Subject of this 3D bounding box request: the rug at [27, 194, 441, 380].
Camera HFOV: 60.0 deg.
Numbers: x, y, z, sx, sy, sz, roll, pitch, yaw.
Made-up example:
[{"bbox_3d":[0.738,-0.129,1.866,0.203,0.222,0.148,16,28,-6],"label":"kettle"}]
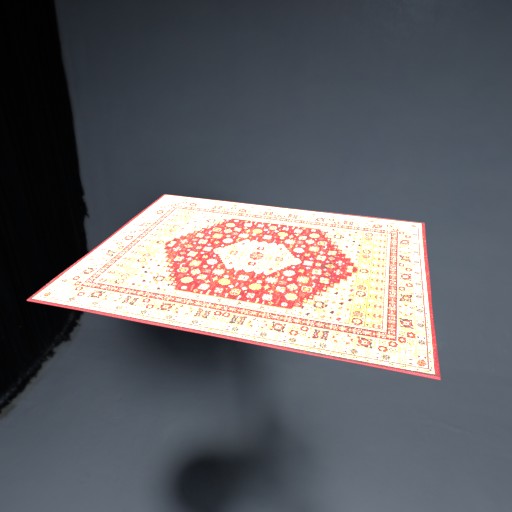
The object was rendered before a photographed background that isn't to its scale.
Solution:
[{"bbox_3d":[0.000,0.000,4.093,3.053,0.013,2.387,8,30,14],"label":"rug"}]
